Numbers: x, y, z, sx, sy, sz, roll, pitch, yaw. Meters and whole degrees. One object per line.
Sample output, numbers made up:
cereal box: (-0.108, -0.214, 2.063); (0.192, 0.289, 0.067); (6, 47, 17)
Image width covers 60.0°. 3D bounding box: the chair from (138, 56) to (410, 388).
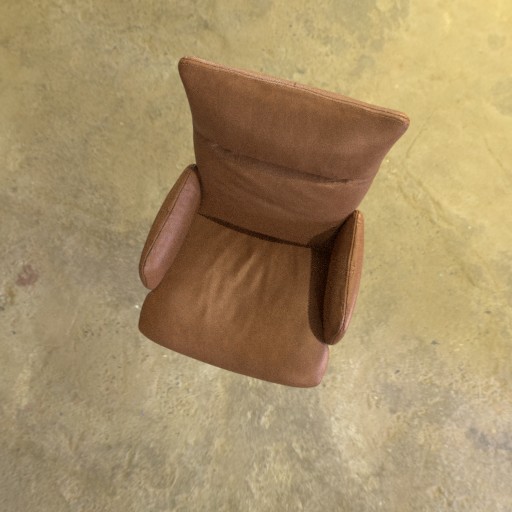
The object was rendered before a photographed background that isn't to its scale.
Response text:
chair: (0.000, 0.000, 1.534); (0.711, 1.027, 0.794); (17, 76, 4)
